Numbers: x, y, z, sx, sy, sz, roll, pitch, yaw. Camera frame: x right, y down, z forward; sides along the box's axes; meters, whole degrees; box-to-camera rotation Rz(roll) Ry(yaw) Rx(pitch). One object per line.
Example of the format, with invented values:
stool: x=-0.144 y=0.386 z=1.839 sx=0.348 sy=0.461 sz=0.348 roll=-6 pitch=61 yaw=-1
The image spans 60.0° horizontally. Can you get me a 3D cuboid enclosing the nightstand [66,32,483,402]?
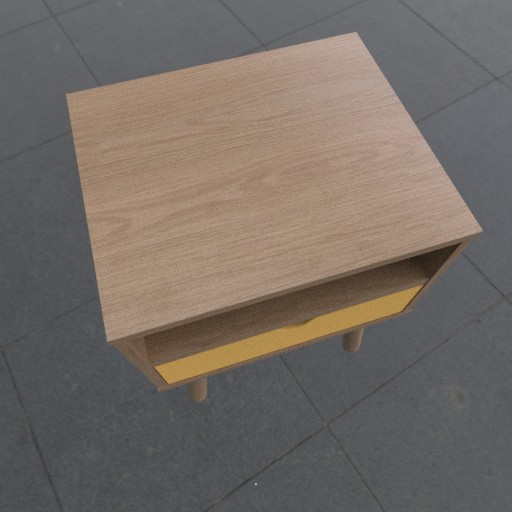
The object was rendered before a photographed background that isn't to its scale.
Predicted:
nightstand: x=0.000 y=0.000 z=0.836 sx=0.450 sy=0.571 sz=0.380 roll=-16 pitch=64 yaw=-8
